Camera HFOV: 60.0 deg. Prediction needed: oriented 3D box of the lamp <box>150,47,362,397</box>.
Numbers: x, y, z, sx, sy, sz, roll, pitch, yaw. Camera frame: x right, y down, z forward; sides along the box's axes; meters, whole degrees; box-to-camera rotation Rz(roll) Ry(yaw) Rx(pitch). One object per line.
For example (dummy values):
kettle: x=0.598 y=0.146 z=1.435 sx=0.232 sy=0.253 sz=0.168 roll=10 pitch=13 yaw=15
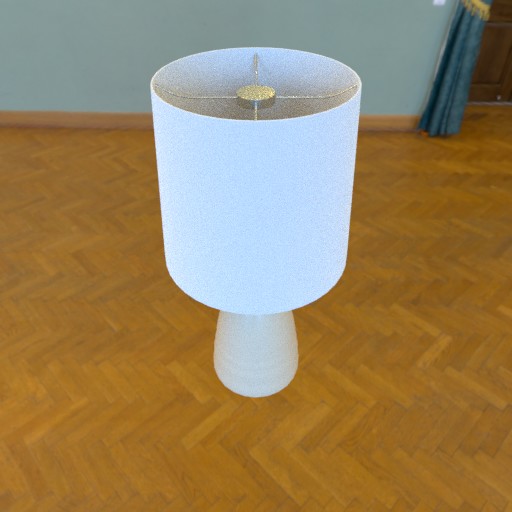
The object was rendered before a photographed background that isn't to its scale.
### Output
lamp: x=0.000 y=0.000 z=0.469 sx=0.186 sy=0.369 sz=0.186 roll=0 pitch=41 yaw=0
